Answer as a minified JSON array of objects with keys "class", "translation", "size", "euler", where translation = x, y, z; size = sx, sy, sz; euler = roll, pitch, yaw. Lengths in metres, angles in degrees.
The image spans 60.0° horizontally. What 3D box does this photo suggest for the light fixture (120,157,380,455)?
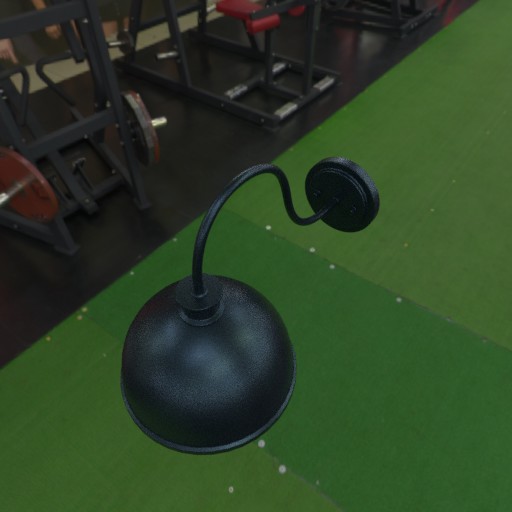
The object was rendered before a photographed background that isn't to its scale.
[{"class":"light fixture","translation":[0.000,0.000,0.602],"size":[0.253,0.295,0.467],"euler":[30,53,26]}]
